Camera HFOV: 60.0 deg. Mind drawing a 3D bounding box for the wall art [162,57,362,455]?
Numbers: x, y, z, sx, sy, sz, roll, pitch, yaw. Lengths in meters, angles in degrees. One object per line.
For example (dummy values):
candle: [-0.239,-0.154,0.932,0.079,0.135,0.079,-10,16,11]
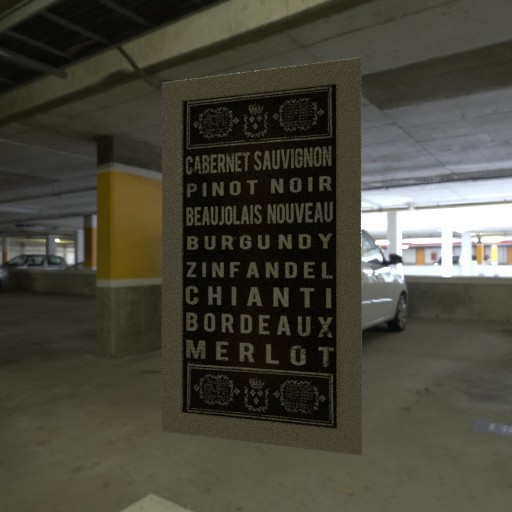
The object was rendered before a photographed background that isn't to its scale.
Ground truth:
wall art: [0.000,0.000,0.820,0.380,0.683,0.013,0,-1,16]
